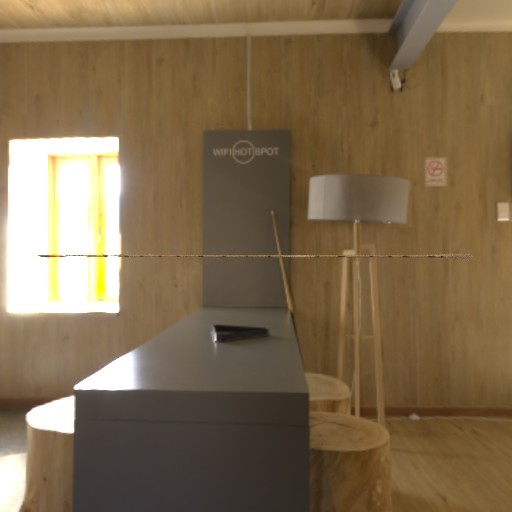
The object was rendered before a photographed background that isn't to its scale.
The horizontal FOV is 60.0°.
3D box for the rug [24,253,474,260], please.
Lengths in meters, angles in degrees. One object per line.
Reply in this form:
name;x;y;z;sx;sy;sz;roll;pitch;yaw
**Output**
rug;0.000;0.000;2.448;2.023;0.028;1.224;0;0;18
